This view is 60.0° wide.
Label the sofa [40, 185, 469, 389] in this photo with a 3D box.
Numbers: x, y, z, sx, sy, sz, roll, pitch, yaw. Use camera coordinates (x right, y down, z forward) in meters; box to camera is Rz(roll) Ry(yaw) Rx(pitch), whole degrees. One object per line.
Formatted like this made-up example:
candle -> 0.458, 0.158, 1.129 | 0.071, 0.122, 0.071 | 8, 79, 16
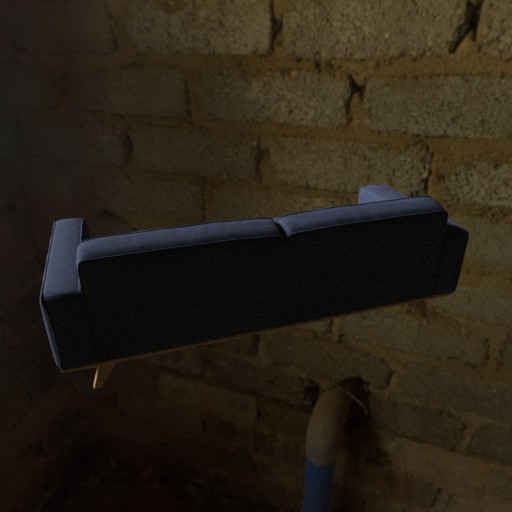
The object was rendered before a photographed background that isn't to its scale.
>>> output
sofa -> 0.000, 0.000, 2.650 | 2.270, 0.782, 0.953 | -9, 29, -16
